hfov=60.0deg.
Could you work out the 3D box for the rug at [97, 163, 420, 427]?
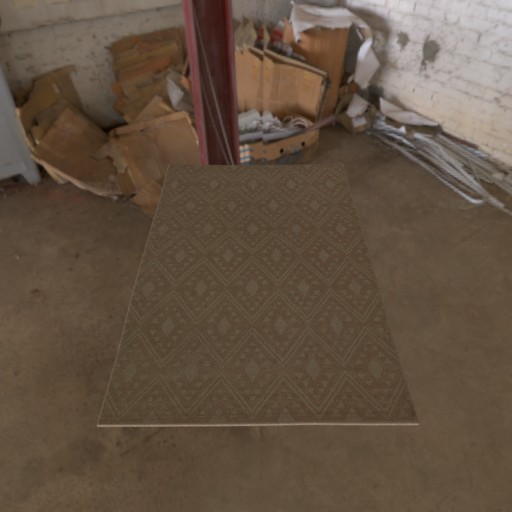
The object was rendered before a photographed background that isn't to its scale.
[{"bbox_3d":[0.000,0.000,3.018,1.553,0.053,2.430,0,42,0],"label":"rug"}]
